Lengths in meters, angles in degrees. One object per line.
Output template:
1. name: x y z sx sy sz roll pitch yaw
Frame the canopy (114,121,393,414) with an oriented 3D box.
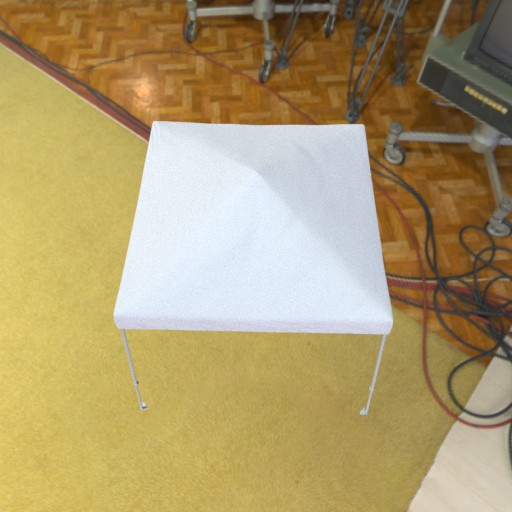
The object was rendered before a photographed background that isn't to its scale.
1. canopy: 0.000 0.000 5.086 2.849 2.850 2.850 1 59 1
